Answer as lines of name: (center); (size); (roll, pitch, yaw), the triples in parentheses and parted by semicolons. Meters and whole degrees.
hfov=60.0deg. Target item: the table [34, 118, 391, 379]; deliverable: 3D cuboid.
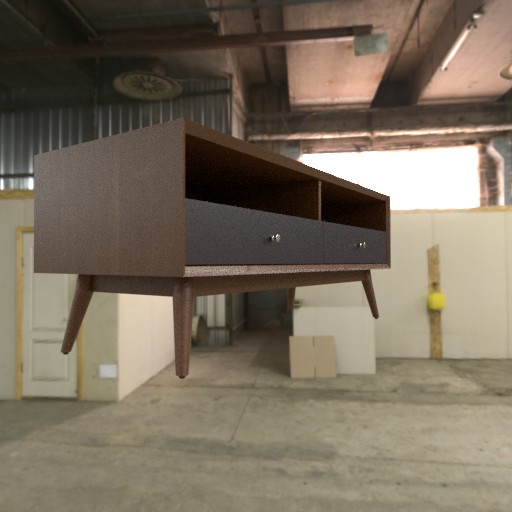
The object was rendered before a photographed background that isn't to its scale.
table: (0.000, 0.000, 1.358); (0.490, 0.464, 1.119); (-1, -1, 35)
